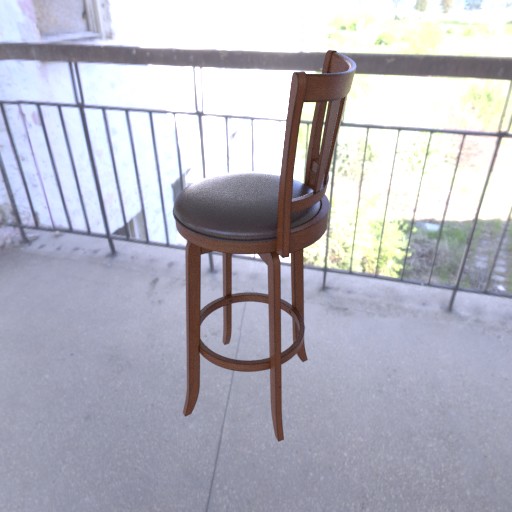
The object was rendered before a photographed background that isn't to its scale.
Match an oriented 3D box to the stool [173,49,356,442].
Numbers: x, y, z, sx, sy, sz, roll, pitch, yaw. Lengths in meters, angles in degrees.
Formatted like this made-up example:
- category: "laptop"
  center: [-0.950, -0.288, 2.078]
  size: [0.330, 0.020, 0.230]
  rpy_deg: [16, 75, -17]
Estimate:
- category: "stool"
  center: [0.000, 0.000, 1.426]
  size: [0.503, 1.177, 0.464]
  rpy_deg: [9, 32, 15]
